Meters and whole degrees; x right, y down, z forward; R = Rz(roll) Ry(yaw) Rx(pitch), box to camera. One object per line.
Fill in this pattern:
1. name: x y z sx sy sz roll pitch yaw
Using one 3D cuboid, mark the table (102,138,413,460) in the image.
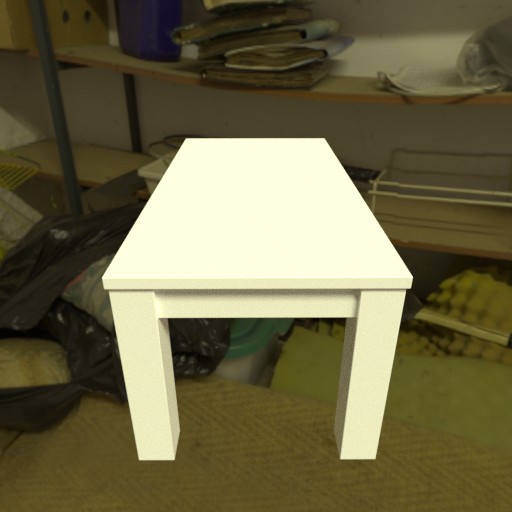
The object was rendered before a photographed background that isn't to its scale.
1. table: 0.000 0.000 2.261 0.900 0.790 1.800 0 27 0
